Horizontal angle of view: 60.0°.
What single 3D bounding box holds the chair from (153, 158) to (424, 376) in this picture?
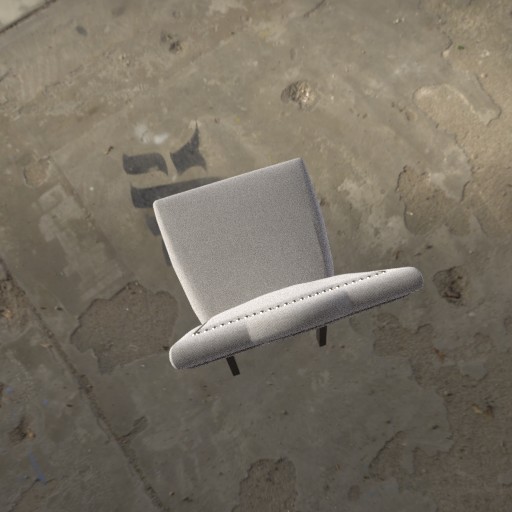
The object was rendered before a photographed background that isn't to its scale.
[{"bbox_3d":[0.000,0.000,1.309,0.518,0.946,0.589,-18,75,-5],"label":"chair"}]
